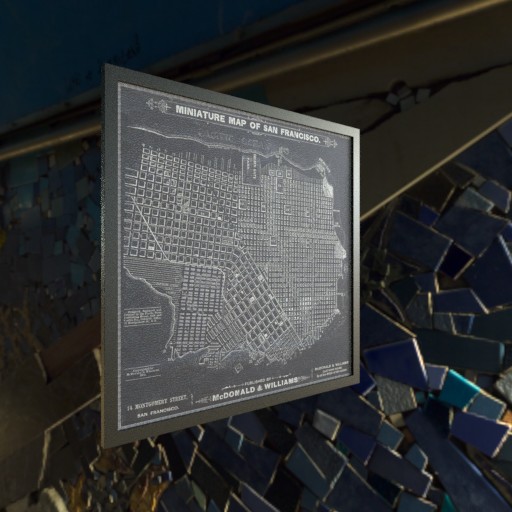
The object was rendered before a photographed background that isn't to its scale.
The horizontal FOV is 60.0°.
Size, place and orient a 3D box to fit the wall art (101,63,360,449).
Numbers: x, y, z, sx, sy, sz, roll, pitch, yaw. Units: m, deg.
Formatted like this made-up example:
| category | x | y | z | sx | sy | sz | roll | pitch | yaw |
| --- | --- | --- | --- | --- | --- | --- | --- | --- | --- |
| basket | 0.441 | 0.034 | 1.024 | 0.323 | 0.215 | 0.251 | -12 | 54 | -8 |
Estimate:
| category | x | y | z | sx | sy | sz | roll | pitch | yaw |
| --- | --- | --- | --- | --- | --- | --- | --- | --- | --- |
| wall art | 0.000 | 0.000 | 1.176 | 0.807 | 0.807 | 0.022 | 0 | 0 | -37 |
